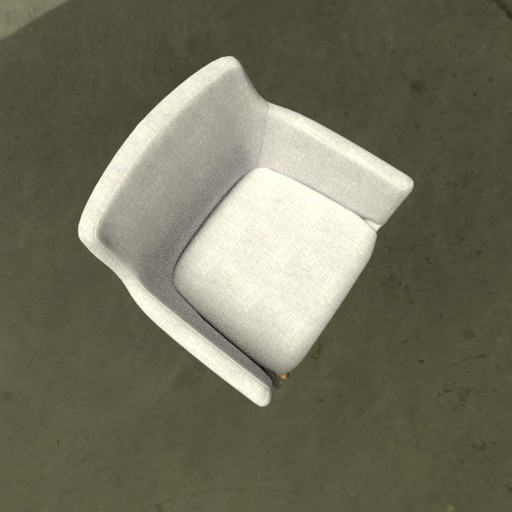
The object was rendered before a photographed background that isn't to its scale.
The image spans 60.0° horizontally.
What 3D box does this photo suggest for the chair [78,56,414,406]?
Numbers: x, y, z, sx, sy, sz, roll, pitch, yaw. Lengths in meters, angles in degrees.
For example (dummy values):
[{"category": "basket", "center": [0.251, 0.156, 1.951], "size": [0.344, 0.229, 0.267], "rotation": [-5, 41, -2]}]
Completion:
[{"category": "chair", "center": [0.000, 0.000, 1.153], "size": [0.540, 0.780, 0.570], "rotation": [35, 78, 8]}]
